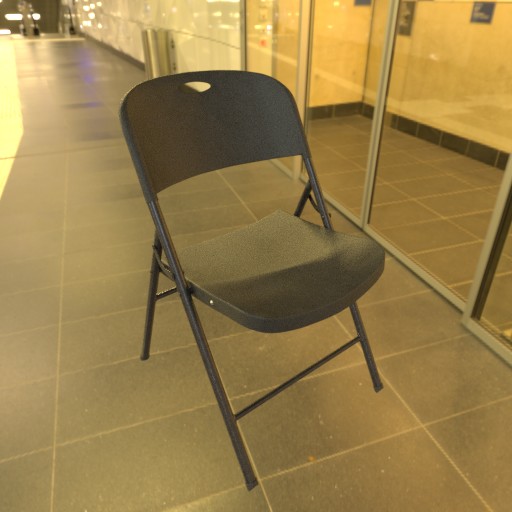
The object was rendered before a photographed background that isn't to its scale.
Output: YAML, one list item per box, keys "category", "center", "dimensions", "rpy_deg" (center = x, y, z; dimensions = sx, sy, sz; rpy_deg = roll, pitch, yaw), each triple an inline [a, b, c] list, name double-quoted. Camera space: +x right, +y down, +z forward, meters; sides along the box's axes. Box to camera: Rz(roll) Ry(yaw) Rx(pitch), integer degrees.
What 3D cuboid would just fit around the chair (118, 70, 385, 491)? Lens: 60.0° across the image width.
- category: "chair"
  center: [0.000, 0.000, 1.121]
  dimensions: [0.494, 0.810, 0.566]
  rpy_deg: [-22, 37, -33]
